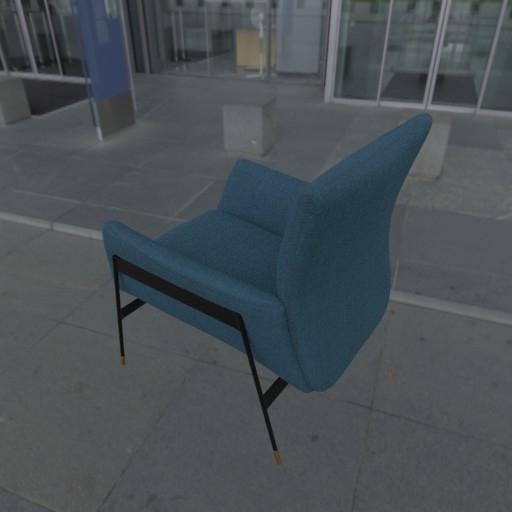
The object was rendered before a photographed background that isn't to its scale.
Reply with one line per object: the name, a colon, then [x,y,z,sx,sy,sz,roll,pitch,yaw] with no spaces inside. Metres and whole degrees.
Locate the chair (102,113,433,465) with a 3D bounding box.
chair: [0.000,0.000,1.404,0.769,0.859,0.678,21,37,29]
